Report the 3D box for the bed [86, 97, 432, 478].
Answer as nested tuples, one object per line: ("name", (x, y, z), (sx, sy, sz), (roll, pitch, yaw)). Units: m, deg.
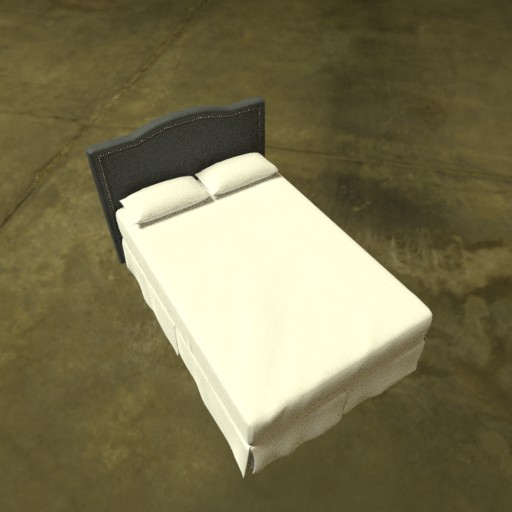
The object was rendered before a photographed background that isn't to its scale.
("bed", (0.000, 0.000, 3.603), (1.747, 1.441, 2.507), (-24, 51, -21))
